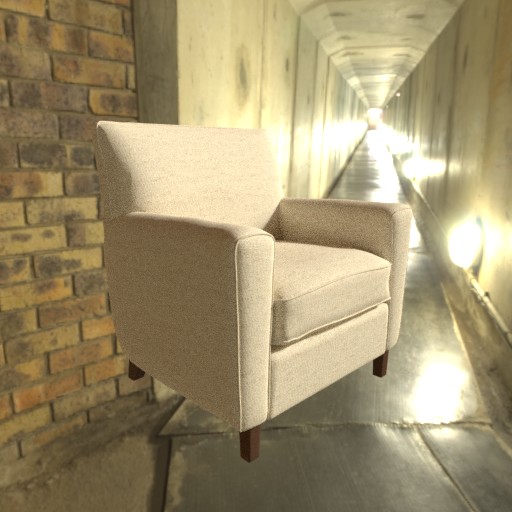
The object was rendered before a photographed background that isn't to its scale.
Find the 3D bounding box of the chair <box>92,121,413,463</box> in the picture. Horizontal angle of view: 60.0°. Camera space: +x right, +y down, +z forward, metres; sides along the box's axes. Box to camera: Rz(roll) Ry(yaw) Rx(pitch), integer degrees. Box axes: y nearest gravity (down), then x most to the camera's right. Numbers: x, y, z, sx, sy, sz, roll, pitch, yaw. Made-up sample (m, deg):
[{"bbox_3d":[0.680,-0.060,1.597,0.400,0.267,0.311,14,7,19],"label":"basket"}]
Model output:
[{"bbox_3d":[0.000,0.000,1.617,0.870,0.943,0.823,-12,18,-42],"label":"chair"}]
